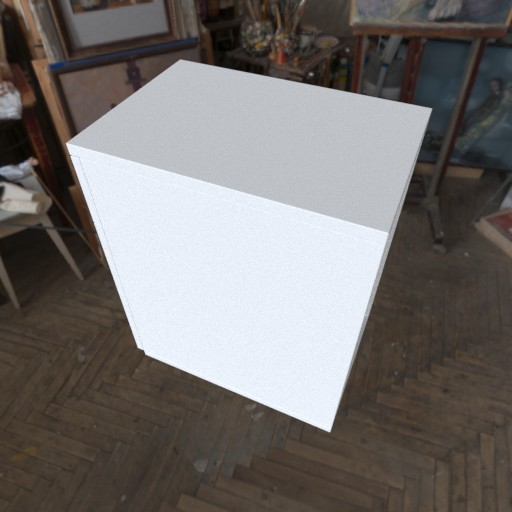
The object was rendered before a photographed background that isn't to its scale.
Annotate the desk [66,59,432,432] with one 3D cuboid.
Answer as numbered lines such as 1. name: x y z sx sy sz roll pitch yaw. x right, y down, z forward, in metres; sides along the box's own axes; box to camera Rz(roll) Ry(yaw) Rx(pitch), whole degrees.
1. desk: 0.000 0.000 1.114 0.600 0.730 0.404 18 49 16
